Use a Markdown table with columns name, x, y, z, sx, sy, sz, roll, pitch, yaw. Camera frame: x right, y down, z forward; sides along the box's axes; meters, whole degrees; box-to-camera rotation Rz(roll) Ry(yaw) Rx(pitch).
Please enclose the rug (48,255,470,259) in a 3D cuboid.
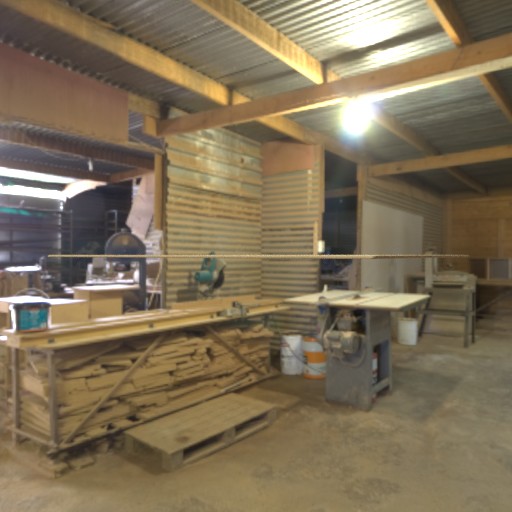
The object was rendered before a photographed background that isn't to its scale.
| name | x | y | z | sx | sy | sz | roll | pitch | yaw |
| --- | --- | --- | --- | --- | --- | --- | --- | --- | --- |
| rug | 0.000 | 0.000 | 2.719 | 2.115 | 0.013 | 1.517 | 0 | 0 | 37 |
